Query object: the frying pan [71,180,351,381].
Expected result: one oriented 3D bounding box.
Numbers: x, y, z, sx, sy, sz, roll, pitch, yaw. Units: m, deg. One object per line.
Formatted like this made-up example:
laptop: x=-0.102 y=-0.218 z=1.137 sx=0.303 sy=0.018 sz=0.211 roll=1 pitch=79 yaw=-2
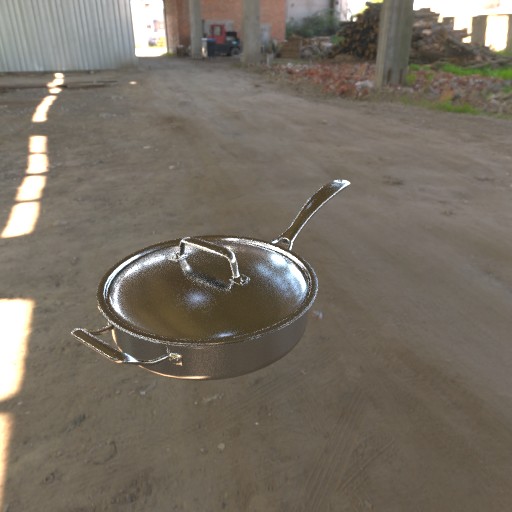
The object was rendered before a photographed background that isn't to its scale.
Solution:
frying pan: x=0.000 y=0.000 z=0.652 sx=0.280 sy=0.114 sz=0.561 roll=18 pitch=31 yaw=32
